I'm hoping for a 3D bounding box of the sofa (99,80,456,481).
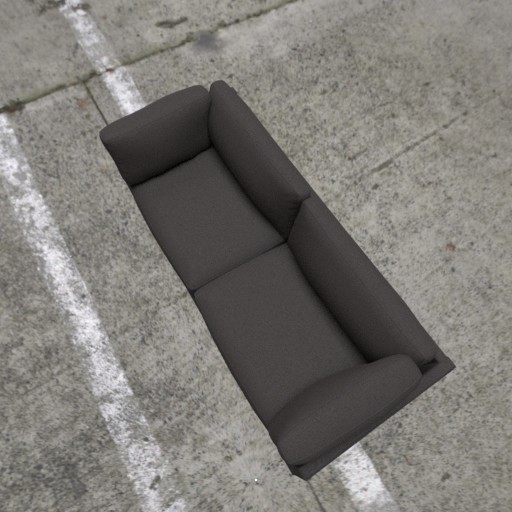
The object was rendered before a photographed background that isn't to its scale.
[{"bbox_3d":[0.000,0.000,2.680,0.969,0.792,2.312,-28,67,-13],"label":"sofa"}]
